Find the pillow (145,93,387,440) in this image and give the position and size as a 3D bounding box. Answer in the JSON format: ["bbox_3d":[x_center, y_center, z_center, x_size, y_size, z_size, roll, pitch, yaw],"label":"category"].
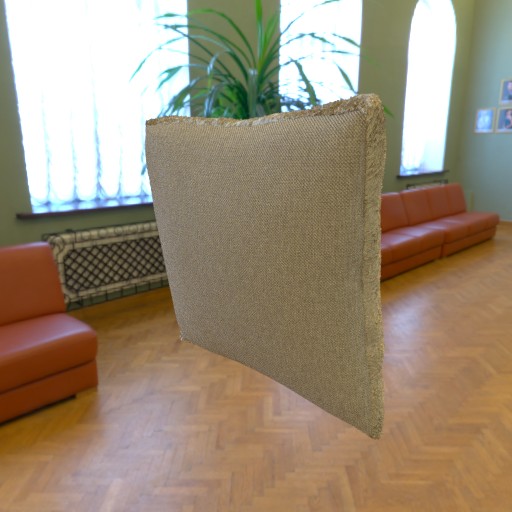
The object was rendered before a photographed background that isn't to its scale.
[{"bbox_3d":[0.000,0.000,0.802,0.529,0.515,0.218,14,20,43],"label":"pillow"}]
